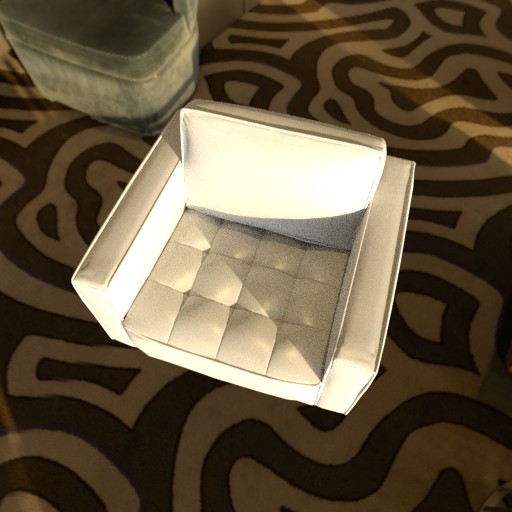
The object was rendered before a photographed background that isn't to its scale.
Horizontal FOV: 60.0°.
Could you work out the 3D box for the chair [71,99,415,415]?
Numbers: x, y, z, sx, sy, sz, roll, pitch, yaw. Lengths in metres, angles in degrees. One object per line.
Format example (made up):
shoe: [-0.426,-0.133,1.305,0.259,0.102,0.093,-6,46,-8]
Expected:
chair: [0.000,0.000,1.531,0.928,0.773,0.843,15,59,10]
